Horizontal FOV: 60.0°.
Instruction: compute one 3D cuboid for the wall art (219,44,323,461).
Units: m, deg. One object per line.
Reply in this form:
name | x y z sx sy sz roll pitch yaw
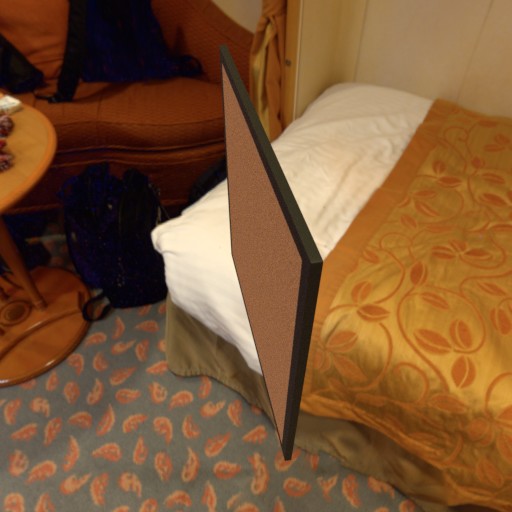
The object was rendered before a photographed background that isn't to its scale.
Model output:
wall art | 0.000 0.000 0.981 0.016 0.659 0.663 -9 47 -9
